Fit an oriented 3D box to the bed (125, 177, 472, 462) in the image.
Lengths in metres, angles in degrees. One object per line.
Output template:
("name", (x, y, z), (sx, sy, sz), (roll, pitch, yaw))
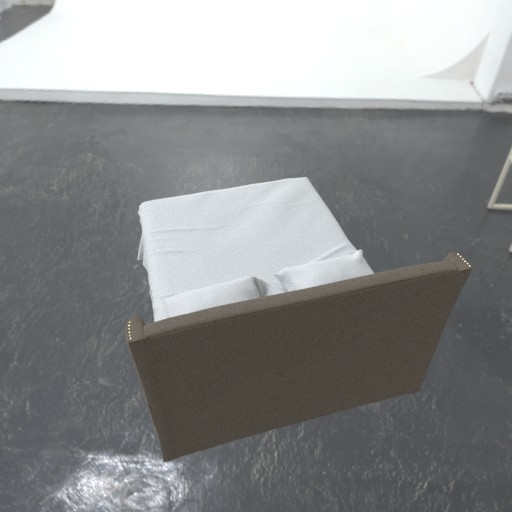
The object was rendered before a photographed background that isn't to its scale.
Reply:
("bed", (0.000, 0.000, 3.517), (1.925, 1.332, 2.276), (-11, 43, -12))
